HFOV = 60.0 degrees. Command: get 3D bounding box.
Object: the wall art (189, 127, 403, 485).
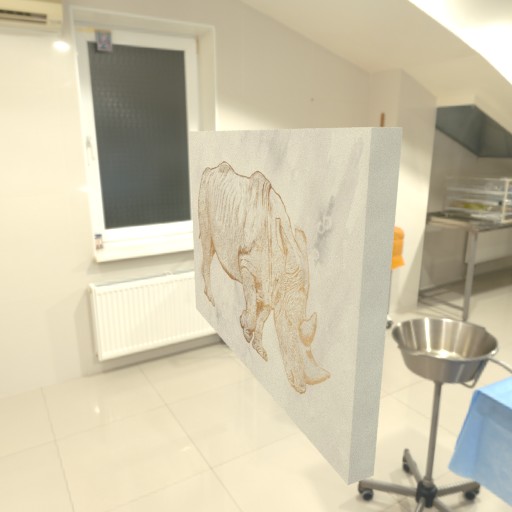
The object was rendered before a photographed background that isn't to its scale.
[{"bbox_3d":[0.000,0.000,0.746,0.038,0.407,0.609,-7,17,-24],"label":"wall art"}]
